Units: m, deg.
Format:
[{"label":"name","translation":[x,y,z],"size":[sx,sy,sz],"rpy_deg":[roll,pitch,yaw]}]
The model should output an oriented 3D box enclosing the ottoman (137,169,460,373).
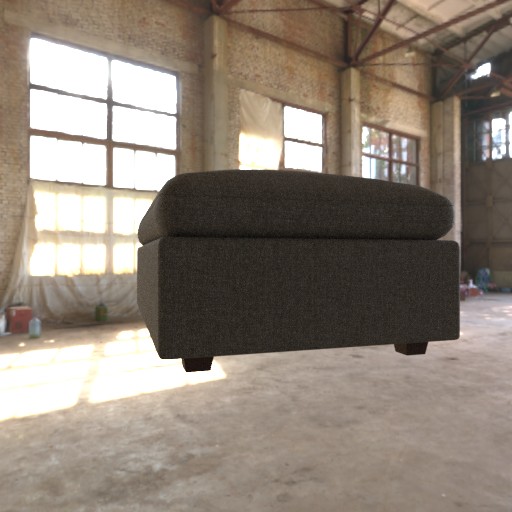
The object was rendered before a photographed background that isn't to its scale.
[{"label":"ottoman","translation":[0.000,0.000,1.444],"size":[0.711,0.483,1.041],"rpy_deg":[0,0,-17]}]
